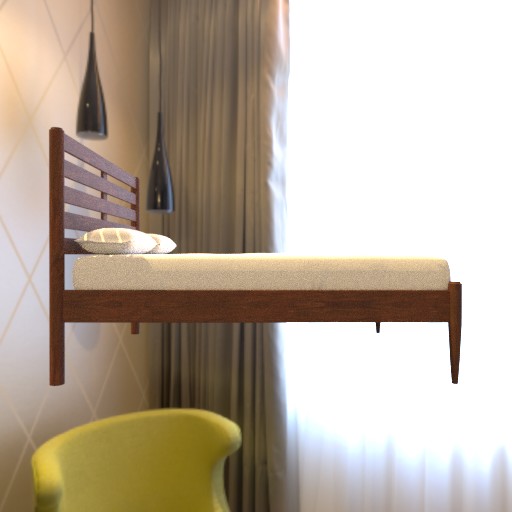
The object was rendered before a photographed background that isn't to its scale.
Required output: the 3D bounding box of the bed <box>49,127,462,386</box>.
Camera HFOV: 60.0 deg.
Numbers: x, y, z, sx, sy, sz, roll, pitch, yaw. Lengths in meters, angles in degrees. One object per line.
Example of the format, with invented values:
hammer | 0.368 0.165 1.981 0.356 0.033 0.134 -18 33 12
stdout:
bed | 0.000 0.000 2.973 2.093 1.304 1.509 0 0 0
